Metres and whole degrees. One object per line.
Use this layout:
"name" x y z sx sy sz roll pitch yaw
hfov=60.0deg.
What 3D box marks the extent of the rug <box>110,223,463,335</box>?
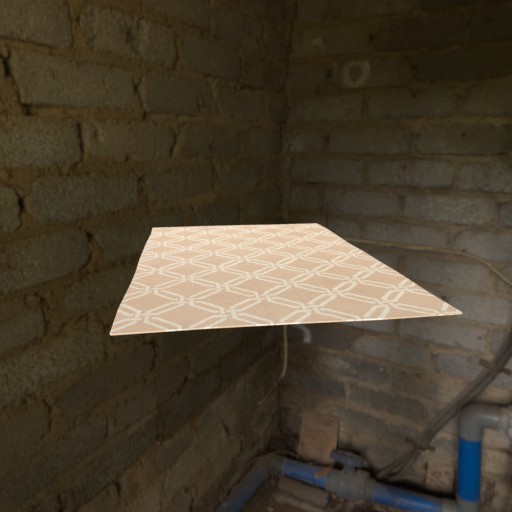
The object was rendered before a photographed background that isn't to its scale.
"rug" 0.000 0.000 2.221 1.146 0.010 1.745 -2 14 -8
